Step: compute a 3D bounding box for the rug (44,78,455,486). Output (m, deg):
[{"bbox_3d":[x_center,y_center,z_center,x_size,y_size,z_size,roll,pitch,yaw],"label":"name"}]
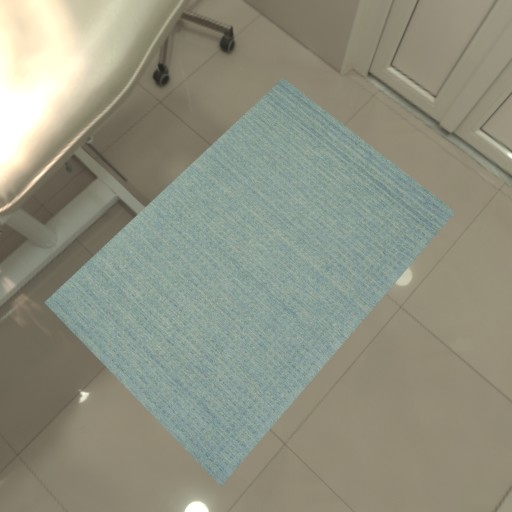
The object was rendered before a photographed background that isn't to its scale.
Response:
[{"bbox_3d":[0.000,0.000,3.689,1.982,0.006,2.895,42,78,11],"label":"rug"}]
